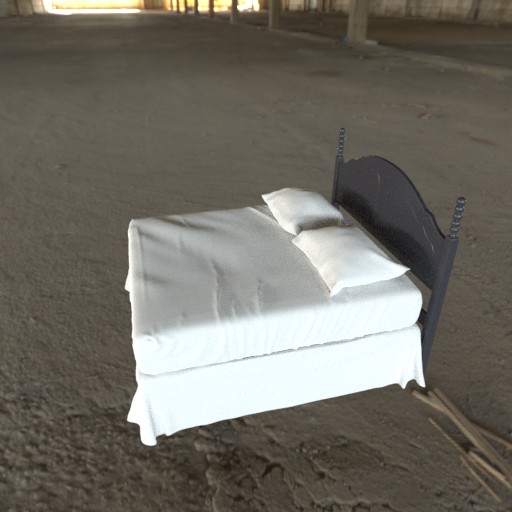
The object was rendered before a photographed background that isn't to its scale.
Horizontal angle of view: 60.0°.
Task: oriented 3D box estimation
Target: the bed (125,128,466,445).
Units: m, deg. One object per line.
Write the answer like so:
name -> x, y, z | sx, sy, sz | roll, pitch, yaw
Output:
bed -> 0.000, 0.000, 3.261 | 2.040, 1.356, 1.873 | -8, 31, -13
